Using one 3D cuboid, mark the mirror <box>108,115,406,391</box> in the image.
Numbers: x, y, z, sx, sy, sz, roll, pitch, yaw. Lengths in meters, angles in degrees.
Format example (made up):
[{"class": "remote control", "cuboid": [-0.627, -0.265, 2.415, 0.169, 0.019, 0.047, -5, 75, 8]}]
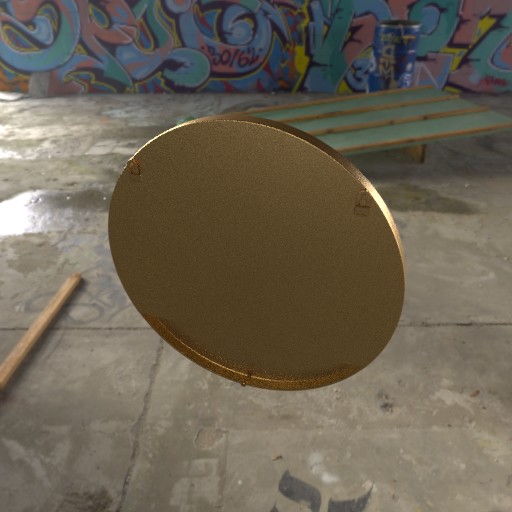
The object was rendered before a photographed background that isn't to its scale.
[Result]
[{"class": "mirror", "cuboid": [0.000, 0.000, 0.704, 0.457, 0.457, 0.133, 11, 33, 17]}]
